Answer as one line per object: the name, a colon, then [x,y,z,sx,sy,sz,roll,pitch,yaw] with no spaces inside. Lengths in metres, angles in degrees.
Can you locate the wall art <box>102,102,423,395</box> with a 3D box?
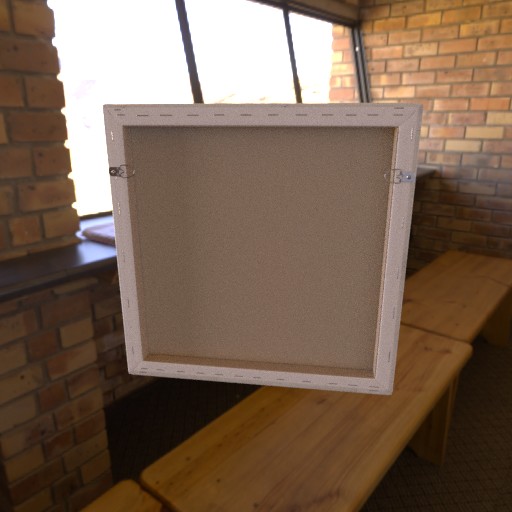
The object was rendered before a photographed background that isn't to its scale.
wall art: [0.000,0.000,0.938,0.610,0.611,0.040,2,18,8]
